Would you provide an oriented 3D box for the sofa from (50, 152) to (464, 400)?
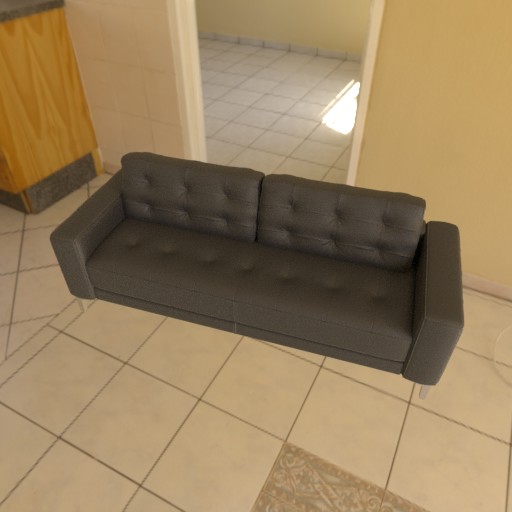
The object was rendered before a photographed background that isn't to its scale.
[{"bbox_3d":[0.000,0.000,2.682,2.275,0.893,0.833,12,42,13],"label":"sofa"}]
